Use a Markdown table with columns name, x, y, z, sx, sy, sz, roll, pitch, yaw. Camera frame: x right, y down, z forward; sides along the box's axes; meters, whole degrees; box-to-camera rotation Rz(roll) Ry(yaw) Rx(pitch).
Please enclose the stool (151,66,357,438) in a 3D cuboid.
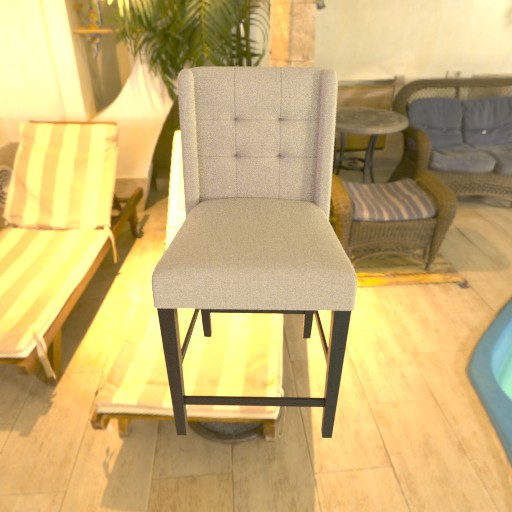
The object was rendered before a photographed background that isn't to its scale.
| name | x | y | z | sx | sy | sz | roll | pitch | yaw |
| --- | --- | --- | --- | --- | --- | --- | --- | --- | --- |
| stool | 0.000 | 0.000 | 1.259 | 0.474 | 0.939 | 0.509 | 1 | 30 | 1 |
